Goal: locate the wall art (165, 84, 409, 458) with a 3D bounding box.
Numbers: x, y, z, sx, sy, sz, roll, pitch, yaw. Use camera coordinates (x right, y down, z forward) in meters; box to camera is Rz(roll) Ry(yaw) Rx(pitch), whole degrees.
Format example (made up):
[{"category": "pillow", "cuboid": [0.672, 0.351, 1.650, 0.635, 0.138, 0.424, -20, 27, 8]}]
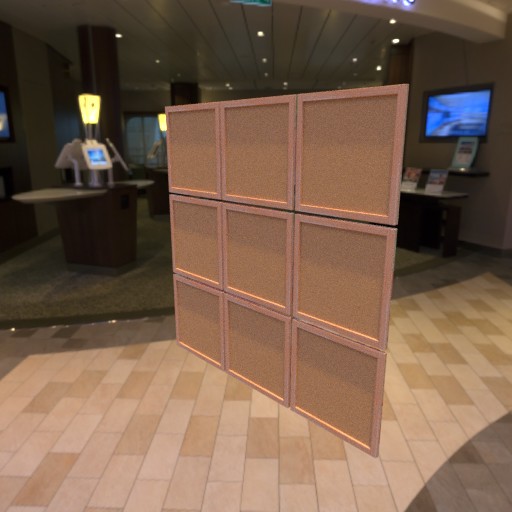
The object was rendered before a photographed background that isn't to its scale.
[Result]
[{"category": "wall art", "cuboid": [0.000, 0.000, 1.354, 0.012, 0.910, 0.911, -14, 20, -42]}]
